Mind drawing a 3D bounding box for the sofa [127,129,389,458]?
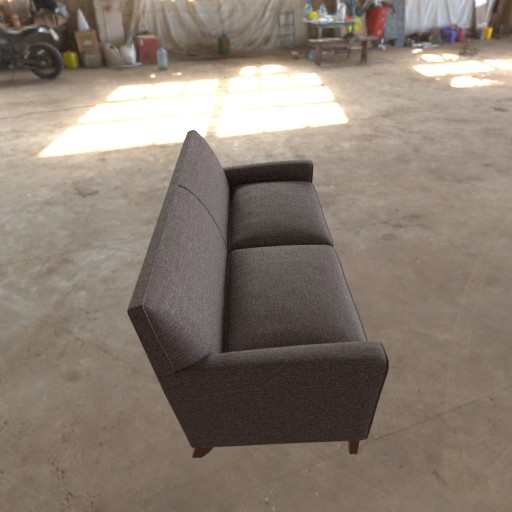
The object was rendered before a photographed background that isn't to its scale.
[{"bbox_3d":[0.000,0.000,2.424,0.875,0.846,1.976,-1,32,-2],"label":"sofa"}]
